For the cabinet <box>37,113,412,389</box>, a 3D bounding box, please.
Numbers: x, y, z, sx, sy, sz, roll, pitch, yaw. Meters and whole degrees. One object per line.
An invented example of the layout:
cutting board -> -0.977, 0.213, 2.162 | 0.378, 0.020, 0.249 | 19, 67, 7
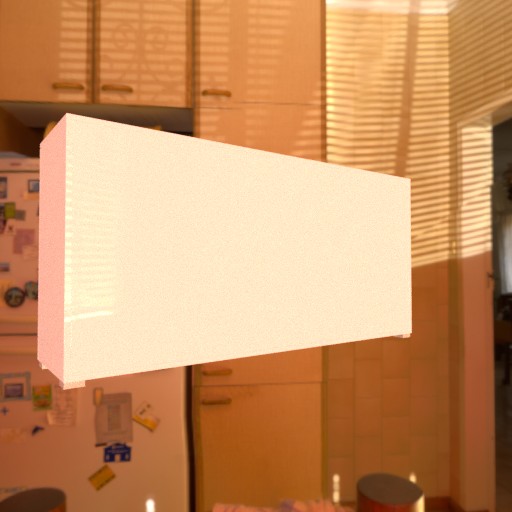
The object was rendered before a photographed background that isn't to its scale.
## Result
cabinet -> 0.000, 0.000, 1.924 | 1.650, 0.800, 0.400 | 1, -2, -36
